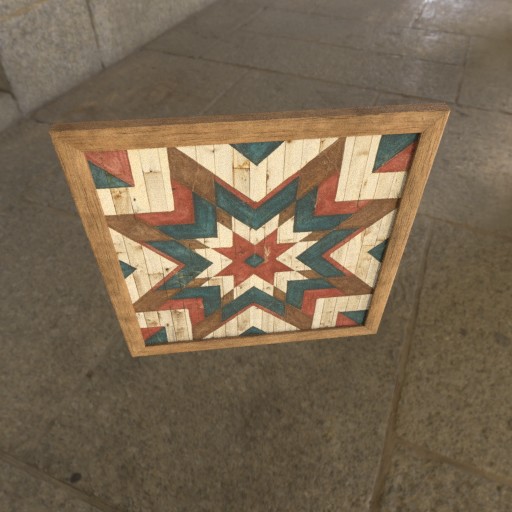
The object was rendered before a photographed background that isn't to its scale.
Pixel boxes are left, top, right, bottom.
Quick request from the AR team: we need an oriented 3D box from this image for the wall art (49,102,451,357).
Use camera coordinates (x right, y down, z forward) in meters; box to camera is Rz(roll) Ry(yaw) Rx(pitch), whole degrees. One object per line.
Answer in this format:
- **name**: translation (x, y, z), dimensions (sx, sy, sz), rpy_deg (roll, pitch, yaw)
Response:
- **wall art**: translation (0.000, 0.000, 1.017), dimensions (0.695, 0.691, 0.029), rpy_deg (-5, 46, -4)
